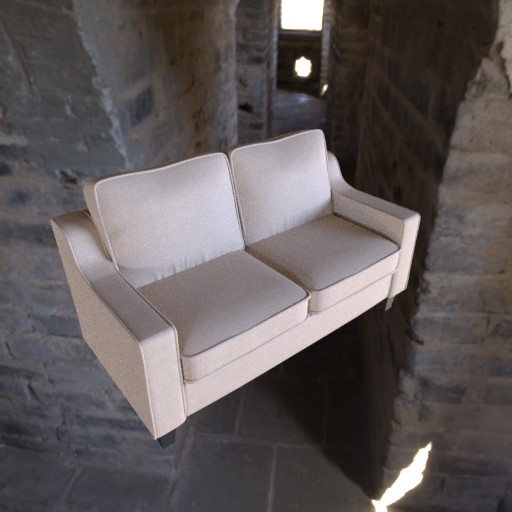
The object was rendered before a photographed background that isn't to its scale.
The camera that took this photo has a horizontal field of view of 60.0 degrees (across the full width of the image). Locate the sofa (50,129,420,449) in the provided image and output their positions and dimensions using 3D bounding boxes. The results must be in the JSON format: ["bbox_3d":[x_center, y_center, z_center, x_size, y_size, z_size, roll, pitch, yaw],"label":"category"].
[{"bbox_3d":[0.000,0.000,3.546,2.587,1.562,1.351,-22,37,-33],"label":"sofa"}]
